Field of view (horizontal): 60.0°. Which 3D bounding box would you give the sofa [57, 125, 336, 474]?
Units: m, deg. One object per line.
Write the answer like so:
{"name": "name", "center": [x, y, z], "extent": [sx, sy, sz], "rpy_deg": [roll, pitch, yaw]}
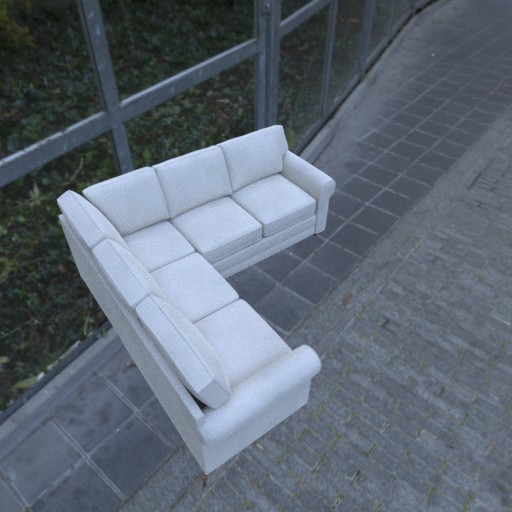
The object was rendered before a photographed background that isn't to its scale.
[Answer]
{"name": "sofa", "center": [0.000, 0.000, 3.947], "extent": [2.569, 1.054, 2.487], "rpy_deg": [-27, 49, -26]}
